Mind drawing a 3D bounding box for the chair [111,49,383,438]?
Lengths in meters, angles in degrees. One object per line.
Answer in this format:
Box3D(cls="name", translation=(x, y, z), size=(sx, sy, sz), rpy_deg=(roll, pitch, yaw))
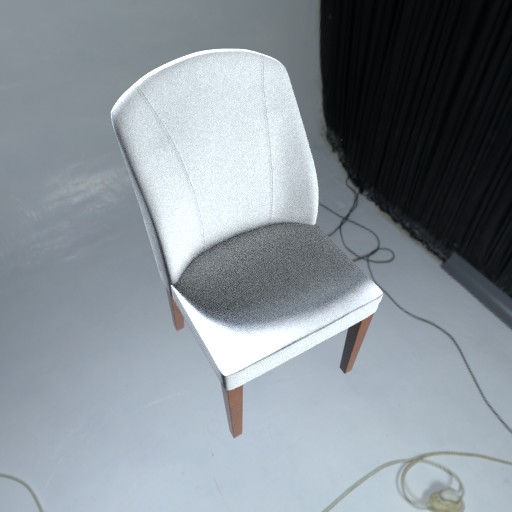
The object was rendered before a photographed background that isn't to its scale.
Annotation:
Box3D(cls="chair", translation=(0.000, 0.000, 1.195), size=(0.472, 0.893, 0.540), rpy_deg=(-23, 52, -20))
